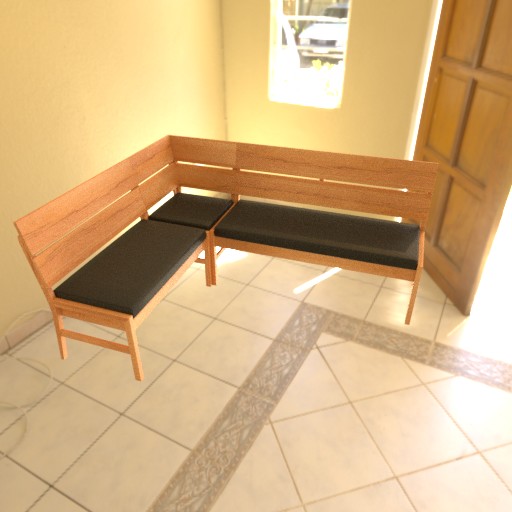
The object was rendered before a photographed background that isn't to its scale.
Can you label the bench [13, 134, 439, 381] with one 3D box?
[{"bbox_3d":[0.000,0.000,2.717,1.948,0.890,1.548,10,33,16],"label":"bench"}]
